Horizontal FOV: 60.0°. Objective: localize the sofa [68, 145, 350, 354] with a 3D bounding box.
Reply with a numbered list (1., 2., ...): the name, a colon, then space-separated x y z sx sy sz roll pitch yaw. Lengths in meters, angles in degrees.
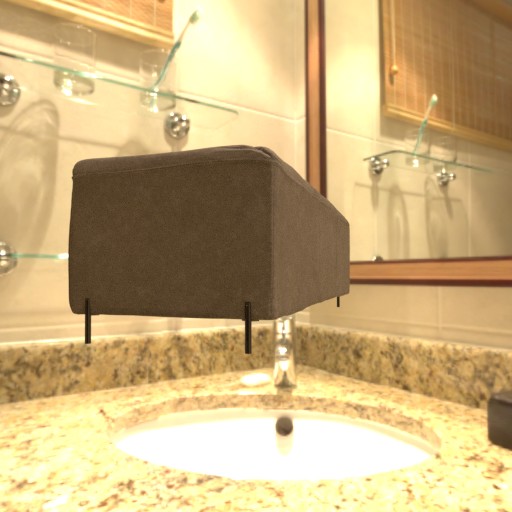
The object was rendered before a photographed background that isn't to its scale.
1. sofa: 0.000 0.000 2.681 0.899 0.758 2.238 -1 -2 18
